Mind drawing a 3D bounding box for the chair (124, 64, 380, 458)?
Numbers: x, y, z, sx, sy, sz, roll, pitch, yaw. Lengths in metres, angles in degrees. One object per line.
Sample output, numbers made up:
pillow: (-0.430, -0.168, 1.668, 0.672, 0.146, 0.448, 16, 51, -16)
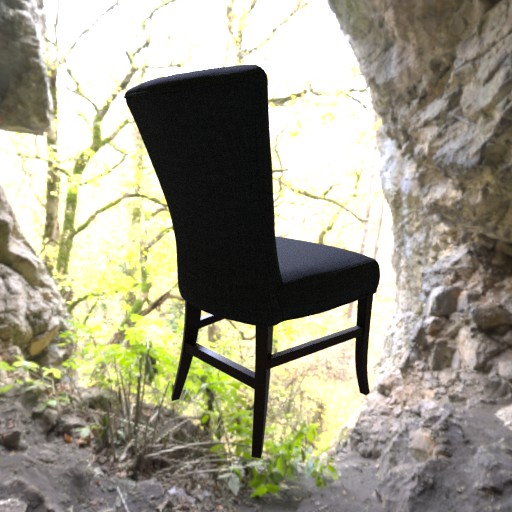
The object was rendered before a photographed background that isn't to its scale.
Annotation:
chair: (0.000, 0.000, 1.363, 0.660, 0.991, 0.520, -13, 19, -43)
